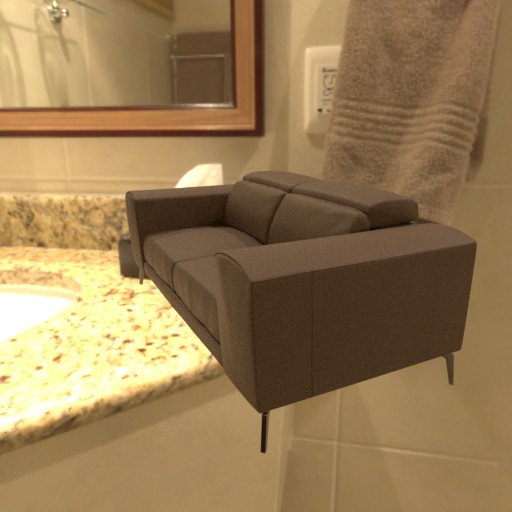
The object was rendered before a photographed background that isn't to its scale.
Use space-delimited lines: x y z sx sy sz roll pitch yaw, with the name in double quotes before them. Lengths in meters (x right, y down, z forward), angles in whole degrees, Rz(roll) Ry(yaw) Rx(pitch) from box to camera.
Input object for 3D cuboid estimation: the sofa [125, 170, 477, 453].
"sofa" 0.000 0.000 2.356 1.003 0.779 1.895 -8 18 -26
